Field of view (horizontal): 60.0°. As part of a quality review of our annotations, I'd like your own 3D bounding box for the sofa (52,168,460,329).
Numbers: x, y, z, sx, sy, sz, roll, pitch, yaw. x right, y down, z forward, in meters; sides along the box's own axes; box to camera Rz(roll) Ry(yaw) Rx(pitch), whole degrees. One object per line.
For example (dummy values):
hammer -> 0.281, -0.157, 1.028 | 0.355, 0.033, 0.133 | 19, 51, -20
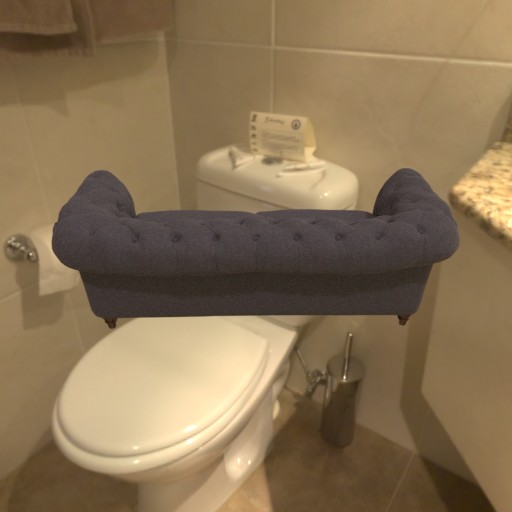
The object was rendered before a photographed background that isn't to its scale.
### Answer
sofa -> 0.000, 0.000, 2.804 | 2.335, 0.836, 1.046 | -1, 30, -1
